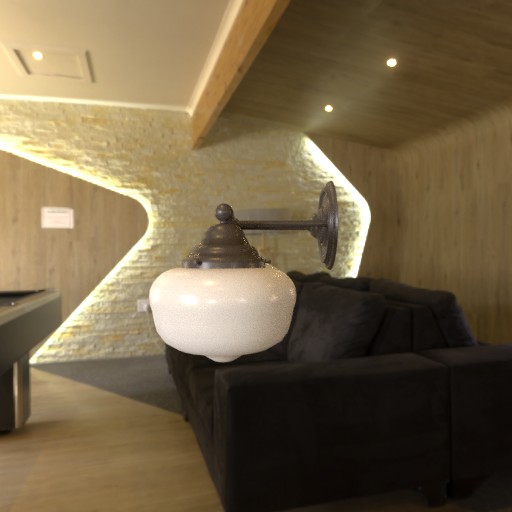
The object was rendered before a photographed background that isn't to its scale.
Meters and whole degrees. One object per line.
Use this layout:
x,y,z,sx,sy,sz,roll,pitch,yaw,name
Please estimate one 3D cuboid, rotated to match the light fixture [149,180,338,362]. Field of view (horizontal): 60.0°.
0.000,0.000,0.715,0.239,0.242,0.587,0,0,0,light fixture
